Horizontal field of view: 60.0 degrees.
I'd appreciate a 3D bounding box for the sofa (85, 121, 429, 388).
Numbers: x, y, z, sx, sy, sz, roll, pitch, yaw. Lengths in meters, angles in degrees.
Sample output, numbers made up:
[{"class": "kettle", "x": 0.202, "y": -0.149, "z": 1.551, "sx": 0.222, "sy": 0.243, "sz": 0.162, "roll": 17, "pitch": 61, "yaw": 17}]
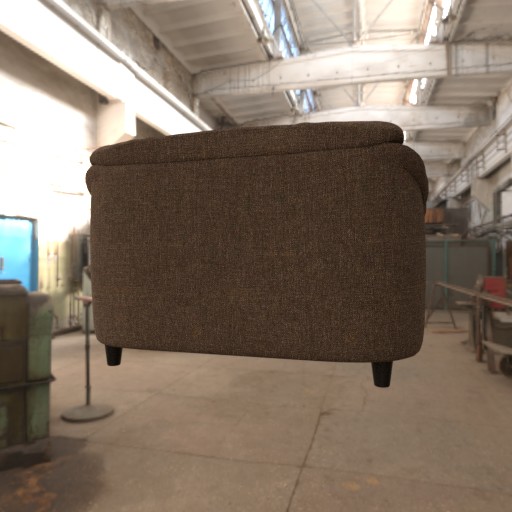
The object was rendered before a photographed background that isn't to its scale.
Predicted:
[{"class": "sofa", "x": 0.000, "y": 0.000, "z": 1.913, "sx": 1.404, "sy": 0.895, "sz": 0.799, "roll": 0, "pitch": -1, "yaw": 17}]
